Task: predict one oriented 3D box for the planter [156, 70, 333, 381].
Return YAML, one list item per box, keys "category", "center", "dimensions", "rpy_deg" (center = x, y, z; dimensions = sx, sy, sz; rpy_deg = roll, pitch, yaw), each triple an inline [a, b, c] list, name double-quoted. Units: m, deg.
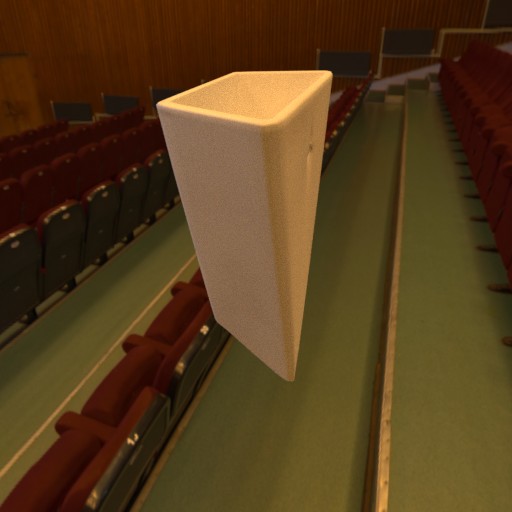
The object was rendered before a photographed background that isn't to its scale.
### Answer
- category: "planter"
  center: [0.000, 0.000, 0.274]
  dimensions: [0.060, 0.197, 0.150]
  rpy_deg: [8, 31, 14]
